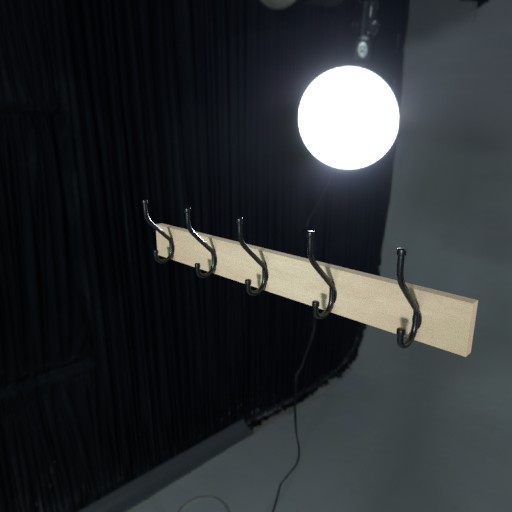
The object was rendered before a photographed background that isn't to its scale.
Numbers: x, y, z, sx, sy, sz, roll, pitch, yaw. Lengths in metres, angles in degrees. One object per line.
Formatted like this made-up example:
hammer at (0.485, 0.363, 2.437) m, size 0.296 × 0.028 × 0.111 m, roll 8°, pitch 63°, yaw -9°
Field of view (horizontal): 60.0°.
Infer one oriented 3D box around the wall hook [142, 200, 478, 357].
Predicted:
wall hook at (0.000, 0.000, 0.624) m, size 0.571 × 0.117 × 0.071 m, roll 15°, pitch 21°, yaw 43°
